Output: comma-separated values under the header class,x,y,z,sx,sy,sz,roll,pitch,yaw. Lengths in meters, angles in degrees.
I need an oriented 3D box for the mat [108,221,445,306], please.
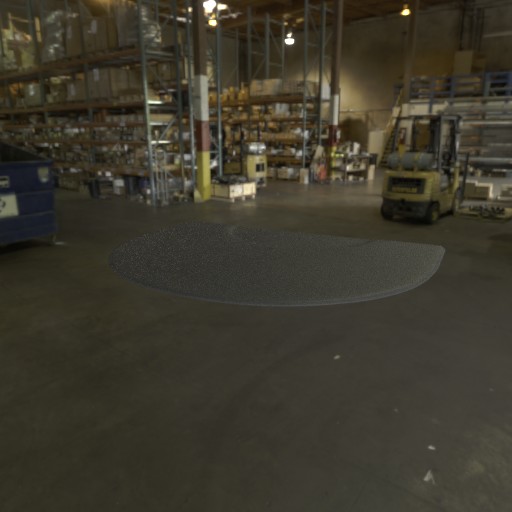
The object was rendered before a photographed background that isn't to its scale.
class,x,y,z,sx,sy,sz,roll,pitch,yaw
mat,0.000,0.000,1.621,1.220,0.016,0.917,8,17,26
